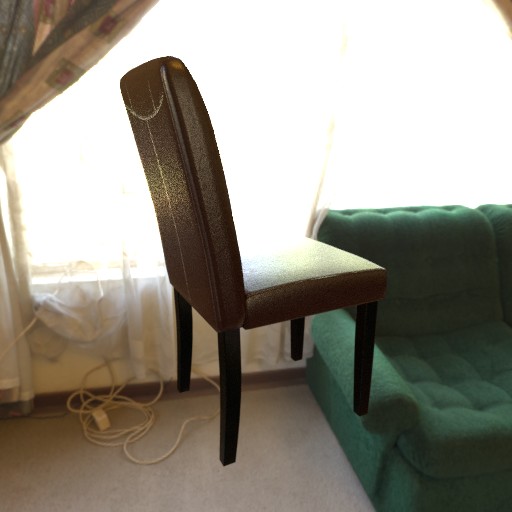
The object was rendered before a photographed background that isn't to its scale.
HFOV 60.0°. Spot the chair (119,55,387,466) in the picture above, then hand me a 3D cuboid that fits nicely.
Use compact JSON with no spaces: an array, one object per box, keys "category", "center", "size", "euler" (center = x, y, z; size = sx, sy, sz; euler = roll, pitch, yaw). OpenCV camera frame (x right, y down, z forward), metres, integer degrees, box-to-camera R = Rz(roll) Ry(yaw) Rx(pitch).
[{"category":"chair","center":[0.000,0.000,1.153],"size":[0.556,0.897,0.399],"euler":[-8,18,-26]}]
